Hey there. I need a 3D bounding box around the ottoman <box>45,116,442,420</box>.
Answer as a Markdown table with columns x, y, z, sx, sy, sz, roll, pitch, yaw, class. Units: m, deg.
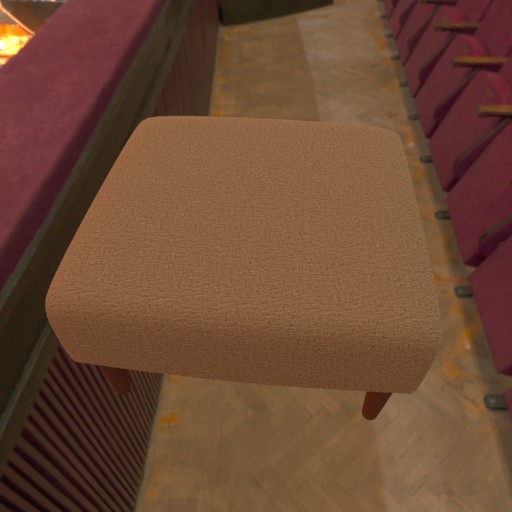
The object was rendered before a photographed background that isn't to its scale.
| x | y | z | sx | sy | sz | roll | pitch | yaw | class |
| --- | --- | --- | --- | --- | --- | --- | --- | --- | --- |
| 0.000 | 0.000 | 1.022 | 0.650 | 0.398 | 0.649 | 4 | 47 | 4 | ottoman |
